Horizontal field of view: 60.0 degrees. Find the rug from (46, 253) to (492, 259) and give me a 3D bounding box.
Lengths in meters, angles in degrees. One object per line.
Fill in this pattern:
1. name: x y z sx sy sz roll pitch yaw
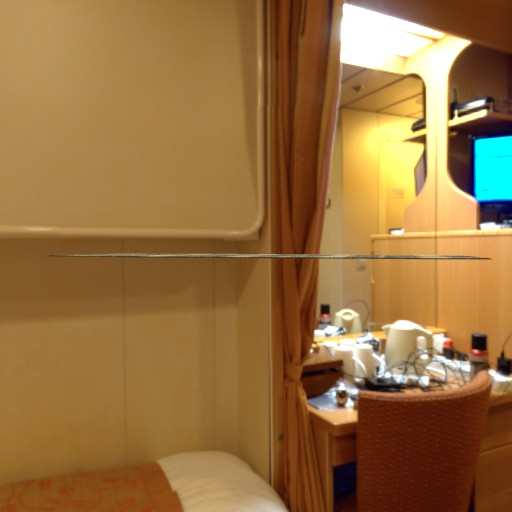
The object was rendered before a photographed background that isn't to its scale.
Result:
1. rug: 0.000 0.000 2.682 2.434 0.012 0.760 0 1 17
